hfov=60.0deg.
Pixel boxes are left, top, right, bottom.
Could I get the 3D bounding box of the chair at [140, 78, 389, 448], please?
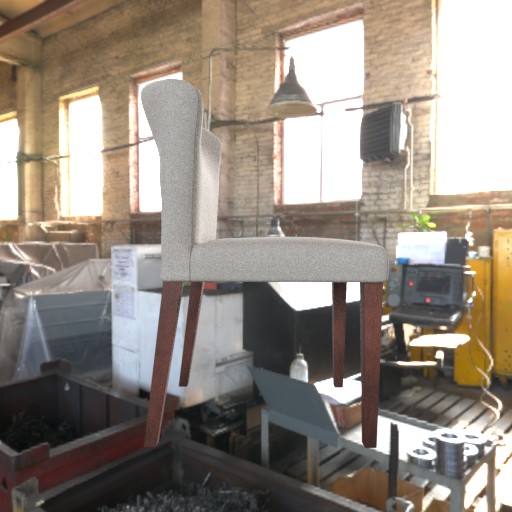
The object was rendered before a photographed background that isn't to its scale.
[{"bbox_3d":[0.000,0.000,1.189,0.592,0.839,0.491,0,2,1],"label":"chair"}]
